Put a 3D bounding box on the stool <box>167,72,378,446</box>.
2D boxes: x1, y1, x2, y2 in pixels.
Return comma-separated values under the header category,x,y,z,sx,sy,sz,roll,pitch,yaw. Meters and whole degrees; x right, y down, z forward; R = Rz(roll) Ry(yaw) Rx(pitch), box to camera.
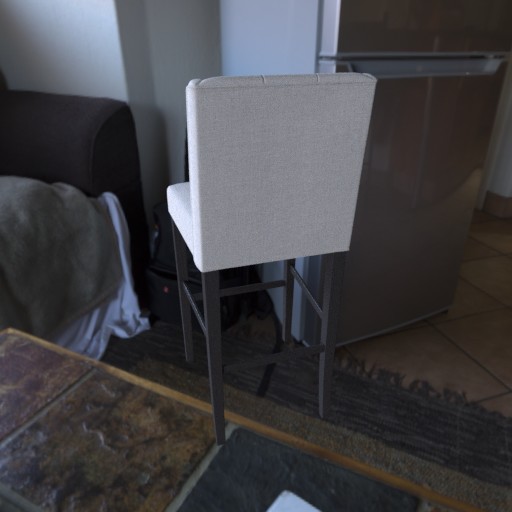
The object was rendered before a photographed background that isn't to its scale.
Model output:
category,x,y,z,sx,sy,sz,roll,pitch,yaw
stool,0.000,0.000,1.415,0.474,1.116,0.509,-8,28,-16
